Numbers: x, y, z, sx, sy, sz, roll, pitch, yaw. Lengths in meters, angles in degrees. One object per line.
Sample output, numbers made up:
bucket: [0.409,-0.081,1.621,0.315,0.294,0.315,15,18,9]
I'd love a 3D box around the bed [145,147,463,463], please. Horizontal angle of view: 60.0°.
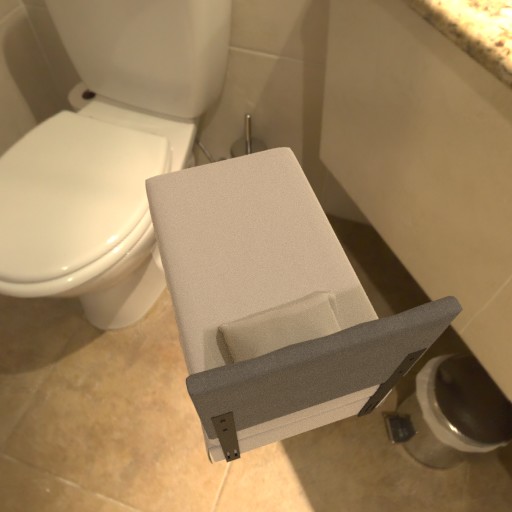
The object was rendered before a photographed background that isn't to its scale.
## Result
bed: [0.000,0.000,2.841,1.261,1.571,1.997,-15,58,-10]
